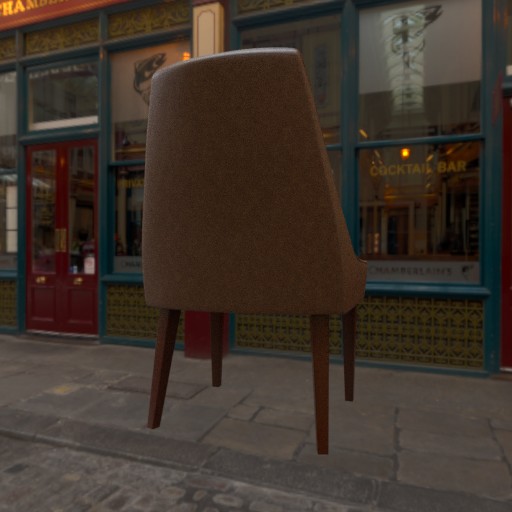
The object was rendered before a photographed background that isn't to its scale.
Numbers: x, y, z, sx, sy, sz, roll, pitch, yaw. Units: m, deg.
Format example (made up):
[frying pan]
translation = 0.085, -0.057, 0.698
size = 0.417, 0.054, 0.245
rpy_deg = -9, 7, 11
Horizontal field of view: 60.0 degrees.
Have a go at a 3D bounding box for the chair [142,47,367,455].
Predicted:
[chair]
translation = 0.000, 0.000, 1.180
size = 0.529, 0.861, 0.544
rpy_deg = 0, 0, 20
